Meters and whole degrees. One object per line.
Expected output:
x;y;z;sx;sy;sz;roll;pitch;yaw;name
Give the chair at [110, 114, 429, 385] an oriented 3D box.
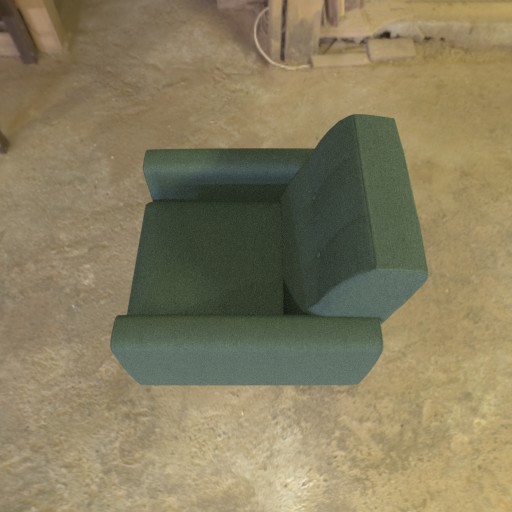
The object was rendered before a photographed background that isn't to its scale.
0.000;0.000;1.623;0.909;0.841;0.831;0;59;0;chair
